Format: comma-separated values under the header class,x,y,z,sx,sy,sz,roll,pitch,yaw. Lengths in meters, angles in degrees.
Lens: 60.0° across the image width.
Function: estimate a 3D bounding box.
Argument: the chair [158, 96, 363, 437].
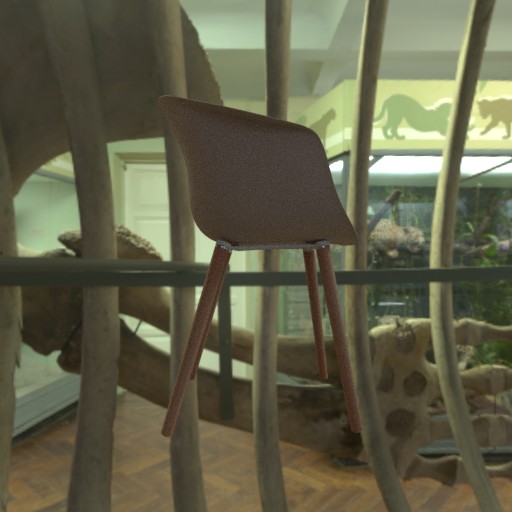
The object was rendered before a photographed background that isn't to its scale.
class,x,y,z,sx,sy,sz,roll,pitch,yaw
chair,0.000,0.000,1.181,0.504,0.781,0.593,0,0,-1
